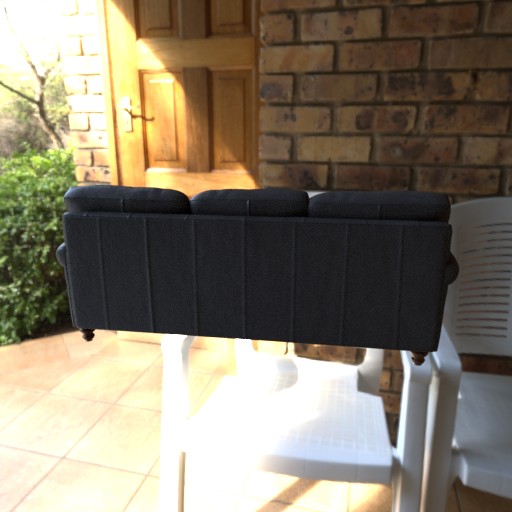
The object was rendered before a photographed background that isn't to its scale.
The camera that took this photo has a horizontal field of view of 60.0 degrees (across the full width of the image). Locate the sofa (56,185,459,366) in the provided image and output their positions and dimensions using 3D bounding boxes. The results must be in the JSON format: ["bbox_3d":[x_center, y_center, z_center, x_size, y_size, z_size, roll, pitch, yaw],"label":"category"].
[{"bbox_3d":[0.000,0.000,2.952,2.387,0.977,0.974,2,16,8],"label":"sofa"}]
